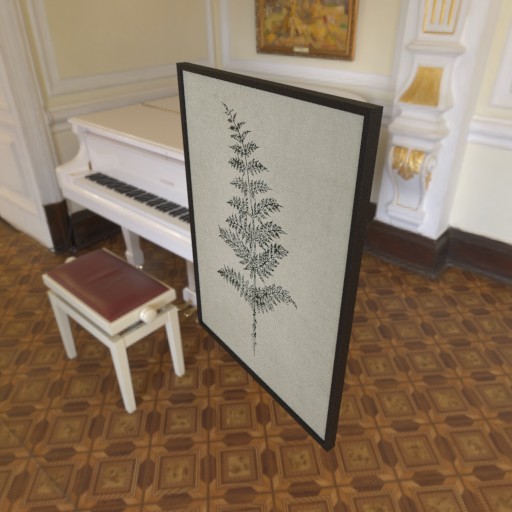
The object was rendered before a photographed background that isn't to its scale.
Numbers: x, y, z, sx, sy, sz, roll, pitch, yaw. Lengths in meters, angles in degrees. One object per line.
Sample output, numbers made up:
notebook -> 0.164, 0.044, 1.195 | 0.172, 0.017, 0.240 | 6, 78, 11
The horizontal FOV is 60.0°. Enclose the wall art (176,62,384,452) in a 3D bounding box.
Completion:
wall art -> 0.000, 0.000, 1.428 | 0.036, 1.070, 0.802 | -21, 37, -31
